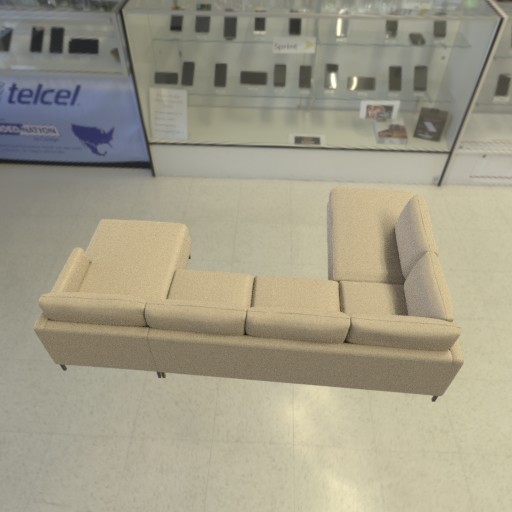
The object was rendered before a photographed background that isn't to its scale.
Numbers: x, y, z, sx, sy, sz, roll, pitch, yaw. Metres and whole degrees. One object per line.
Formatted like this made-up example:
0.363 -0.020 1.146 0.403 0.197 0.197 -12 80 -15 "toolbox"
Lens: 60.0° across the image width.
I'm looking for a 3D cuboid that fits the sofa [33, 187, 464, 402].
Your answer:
0.000 0.000 3.494 2.737 0.756 1.879 4 47 4 "sofa"
